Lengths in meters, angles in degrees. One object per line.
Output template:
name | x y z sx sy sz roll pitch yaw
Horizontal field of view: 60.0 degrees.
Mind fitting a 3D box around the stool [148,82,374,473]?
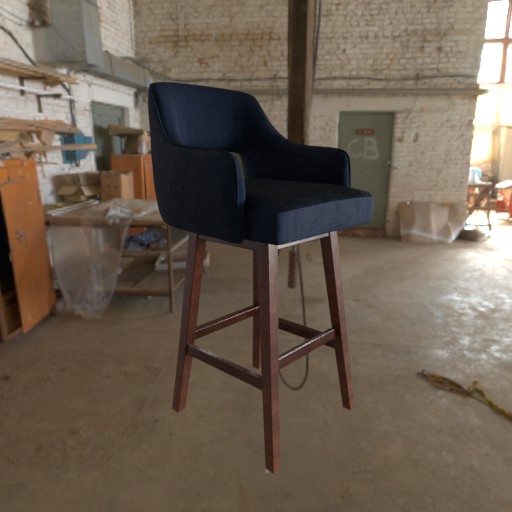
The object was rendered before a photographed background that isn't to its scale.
stool | 0.000 0.000 1.377 0.560 1.041 0.550 13 19 41
